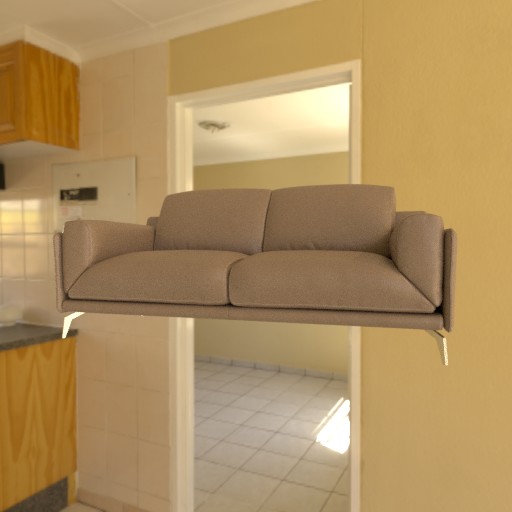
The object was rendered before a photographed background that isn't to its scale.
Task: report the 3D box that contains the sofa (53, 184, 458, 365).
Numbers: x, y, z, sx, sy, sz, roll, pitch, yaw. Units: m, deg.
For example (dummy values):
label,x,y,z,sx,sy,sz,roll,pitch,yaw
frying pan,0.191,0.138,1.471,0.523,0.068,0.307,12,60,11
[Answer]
label,x,y,z,sx,sy,sz,roll,pitch,yaw
sofa,0.000,0.000,2.675,2.101,0.930,1.049,0,1,16
